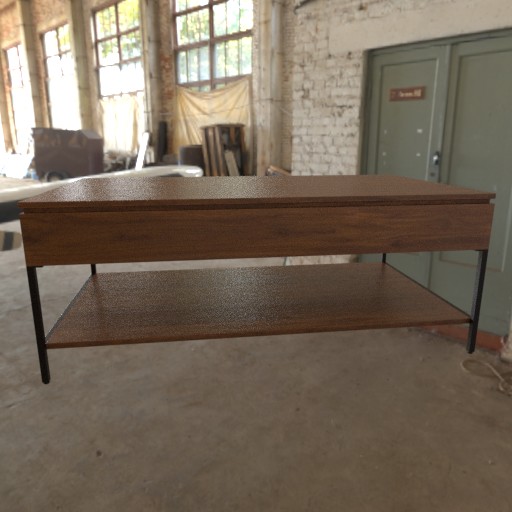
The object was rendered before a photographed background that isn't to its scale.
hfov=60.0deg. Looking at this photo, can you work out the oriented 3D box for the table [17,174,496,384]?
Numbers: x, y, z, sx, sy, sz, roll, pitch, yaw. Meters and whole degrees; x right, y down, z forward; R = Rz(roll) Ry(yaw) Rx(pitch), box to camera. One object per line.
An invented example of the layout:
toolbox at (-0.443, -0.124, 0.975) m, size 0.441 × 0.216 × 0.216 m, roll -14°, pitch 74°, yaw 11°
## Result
table at (0.000, 0.000, 1.295) m, size 1.057 × 0.414 × 0.574 m, roll -2°, pitch 15°, yaw -8°
